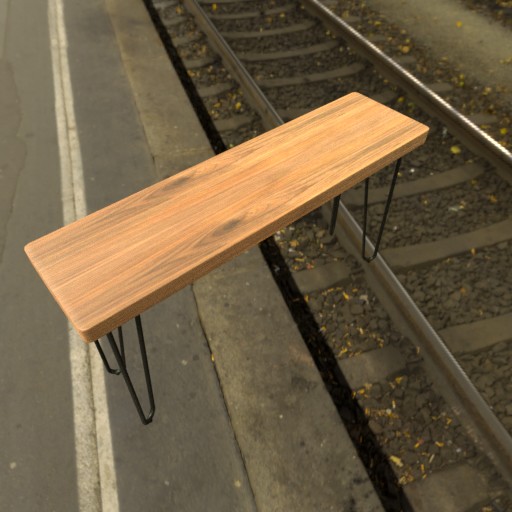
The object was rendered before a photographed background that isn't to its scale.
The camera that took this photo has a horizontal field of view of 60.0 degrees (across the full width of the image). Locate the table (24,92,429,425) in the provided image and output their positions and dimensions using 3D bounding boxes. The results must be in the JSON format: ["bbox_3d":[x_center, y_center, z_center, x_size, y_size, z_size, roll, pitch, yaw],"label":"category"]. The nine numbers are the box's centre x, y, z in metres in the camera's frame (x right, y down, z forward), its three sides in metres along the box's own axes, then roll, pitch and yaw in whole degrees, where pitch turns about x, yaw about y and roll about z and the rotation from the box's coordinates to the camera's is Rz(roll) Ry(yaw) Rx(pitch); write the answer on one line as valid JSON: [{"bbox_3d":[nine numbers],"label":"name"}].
[{"bbox_3d":[0.000,0.000,1.930,1.570,0.834,0.425,-32,55,-26],"label":"table"}]
